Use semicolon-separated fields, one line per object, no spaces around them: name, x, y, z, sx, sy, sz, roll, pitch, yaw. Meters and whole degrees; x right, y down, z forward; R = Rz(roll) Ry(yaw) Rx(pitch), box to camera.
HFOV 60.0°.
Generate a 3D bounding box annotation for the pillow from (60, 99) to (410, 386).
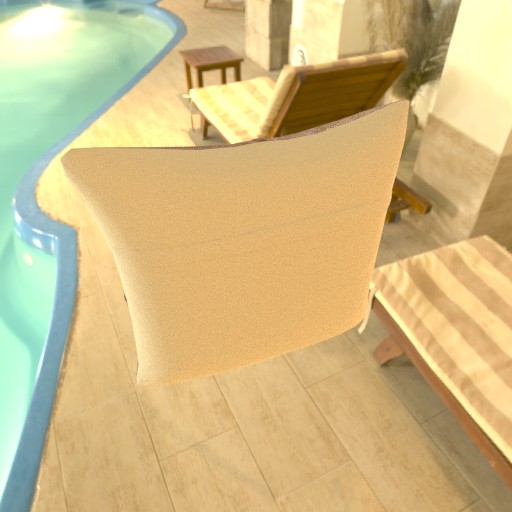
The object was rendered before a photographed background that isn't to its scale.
pillow;0.000;0.000;0.721;0.484;0.470;0.192;-14;43;-15
